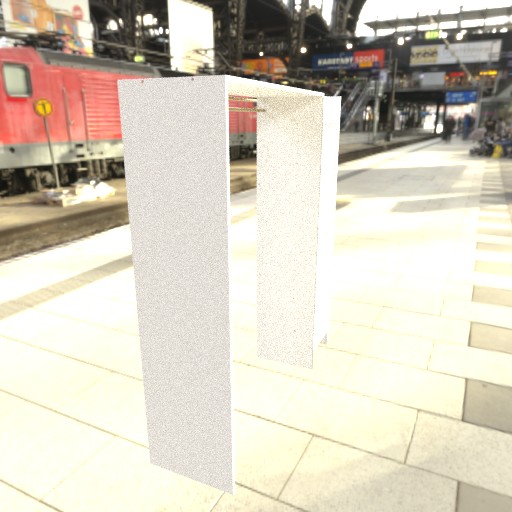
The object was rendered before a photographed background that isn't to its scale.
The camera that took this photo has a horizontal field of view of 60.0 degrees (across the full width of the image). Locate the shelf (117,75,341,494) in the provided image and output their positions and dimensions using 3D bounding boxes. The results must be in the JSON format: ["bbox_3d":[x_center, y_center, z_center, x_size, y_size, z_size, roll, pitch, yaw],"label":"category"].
[{"bbox_3d":[0.000,0.000,2.592,0.500,1.820,1.600,8,19,23],"label":"shelf"}]
